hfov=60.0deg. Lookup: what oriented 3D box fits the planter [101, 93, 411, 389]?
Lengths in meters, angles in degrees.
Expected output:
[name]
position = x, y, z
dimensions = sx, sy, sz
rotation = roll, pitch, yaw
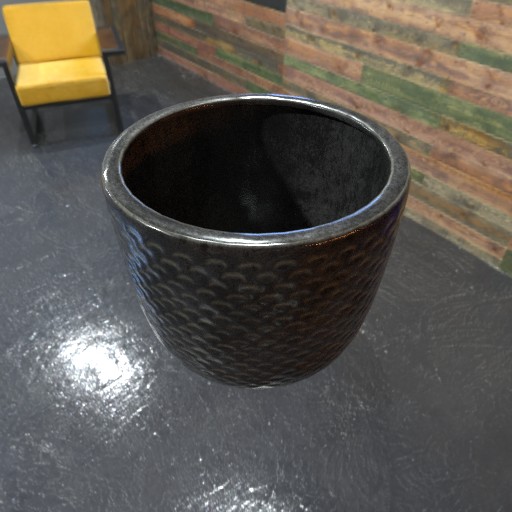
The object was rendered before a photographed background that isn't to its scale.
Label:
[planter]
position = 0.000, 0.000, 0.245
dimensions = 0.140, 0.129, 0.140
rotation = 0, 41, 0
